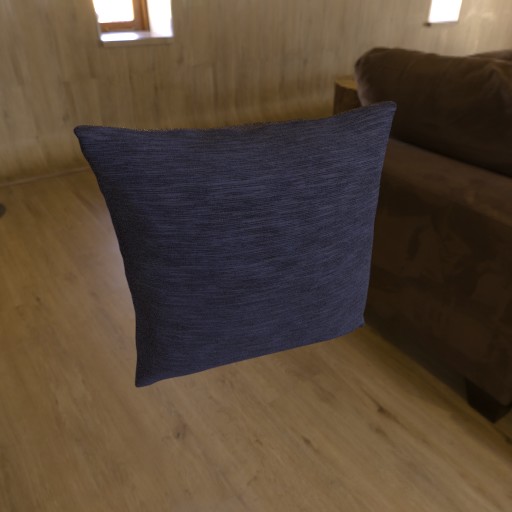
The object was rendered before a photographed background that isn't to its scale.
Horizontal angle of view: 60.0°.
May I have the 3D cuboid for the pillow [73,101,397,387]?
[{"bbox_3d":[0.000,0.000,0.692,0.452,0.439,0.204,-10,33,-17],"label":"pillow"}]
